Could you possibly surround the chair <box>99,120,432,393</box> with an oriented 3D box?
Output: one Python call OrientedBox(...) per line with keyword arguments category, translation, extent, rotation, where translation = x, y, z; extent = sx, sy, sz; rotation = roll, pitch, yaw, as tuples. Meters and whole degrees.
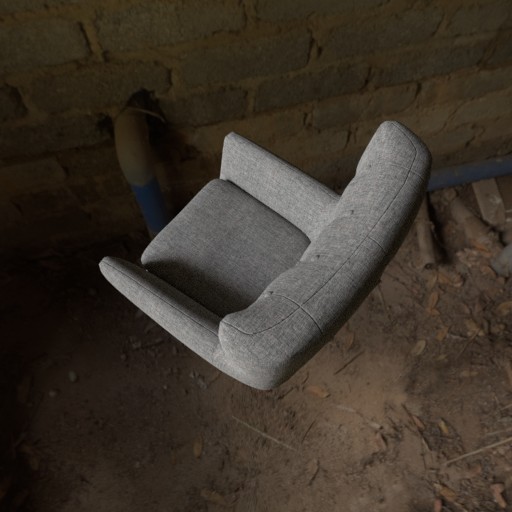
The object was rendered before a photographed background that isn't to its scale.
OrientedBox(category="chair", translation=(0.000, 0.000, 1.739), extent=(0.904, 1.063, 0.878), rotation=(34, 68, 16))
